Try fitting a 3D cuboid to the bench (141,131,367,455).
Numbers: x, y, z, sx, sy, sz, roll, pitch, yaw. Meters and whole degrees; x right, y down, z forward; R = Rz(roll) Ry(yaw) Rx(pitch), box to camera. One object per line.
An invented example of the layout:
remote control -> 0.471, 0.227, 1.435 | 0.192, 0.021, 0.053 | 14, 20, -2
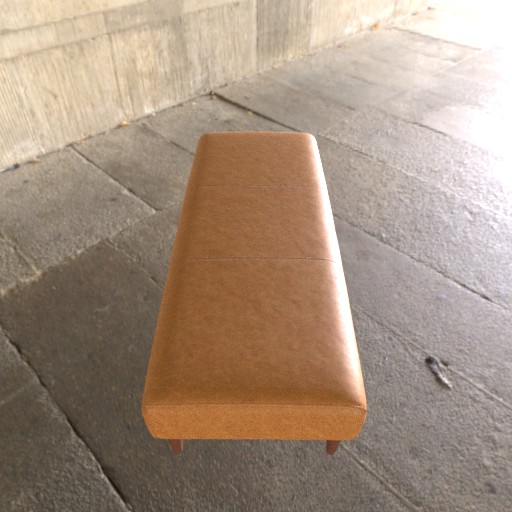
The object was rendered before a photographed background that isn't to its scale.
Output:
bench -> 0.000, 0.000, 1.892 | 0.653, 0.399, 1.610 | 0, 42, 0
